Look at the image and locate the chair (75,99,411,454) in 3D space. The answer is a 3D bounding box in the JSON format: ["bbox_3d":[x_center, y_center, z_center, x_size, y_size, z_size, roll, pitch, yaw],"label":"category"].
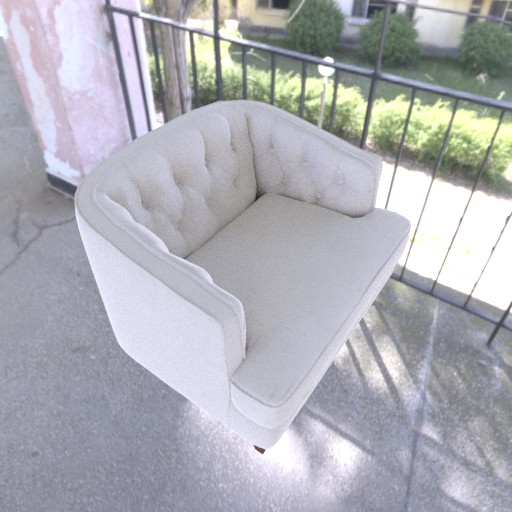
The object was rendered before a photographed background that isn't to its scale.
[{"bbox_3d":[0.000,0.000,1.782,0.941,0.852,1.104,25,48,25],"label":"chair"}]
